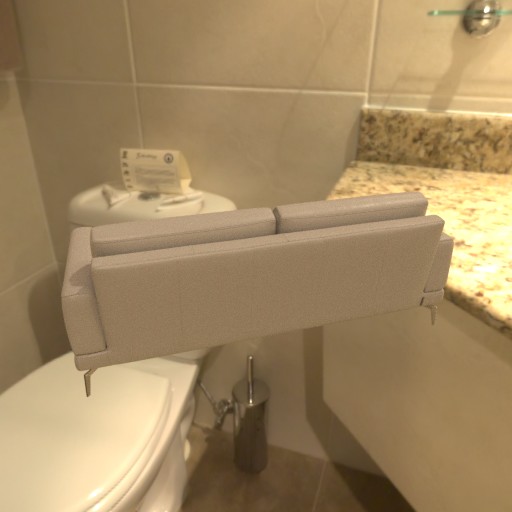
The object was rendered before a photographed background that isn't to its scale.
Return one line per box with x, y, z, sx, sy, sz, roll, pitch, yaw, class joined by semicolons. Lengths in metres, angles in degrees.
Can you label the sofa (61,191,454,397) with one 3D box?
0.000;0.000;2.459;1.940;0.765;0.974;-8;28;-15;sofa
